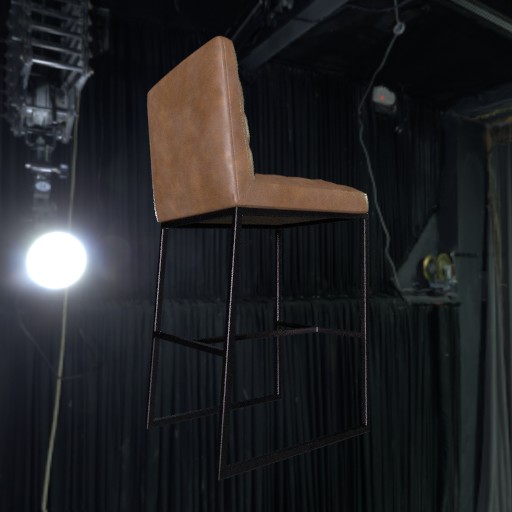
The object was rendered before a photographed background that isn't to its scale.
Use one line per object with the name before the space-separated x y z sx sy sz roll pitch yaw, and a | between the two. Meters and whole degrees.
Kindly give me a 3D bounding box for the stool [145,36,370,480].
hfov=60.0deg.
stool | 0.000 0.000 1.380 0.562 1.065 0.463 1 -2 -36
